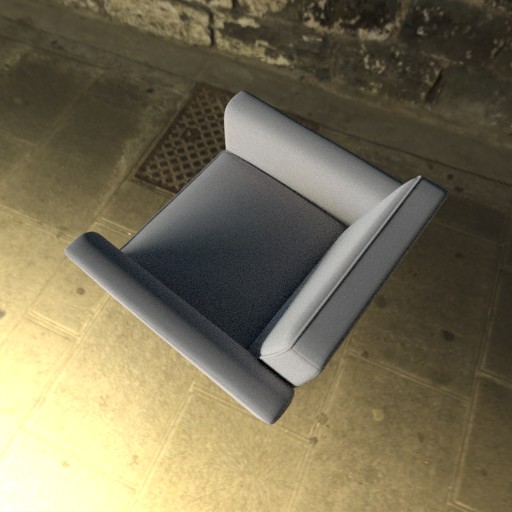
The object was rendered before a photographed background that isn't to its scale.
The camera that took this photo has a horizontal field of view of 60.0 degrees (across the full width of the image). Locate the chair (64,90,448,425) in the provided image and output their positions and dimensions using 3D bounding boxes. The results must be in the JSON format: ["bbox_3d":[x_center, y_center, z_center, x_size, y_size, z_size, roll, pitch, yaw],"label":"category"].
[{"bbox_3d":[0.000,0.000,1.397,0.750,0.780,0.780,35,69,16],"label":"chair"}]
